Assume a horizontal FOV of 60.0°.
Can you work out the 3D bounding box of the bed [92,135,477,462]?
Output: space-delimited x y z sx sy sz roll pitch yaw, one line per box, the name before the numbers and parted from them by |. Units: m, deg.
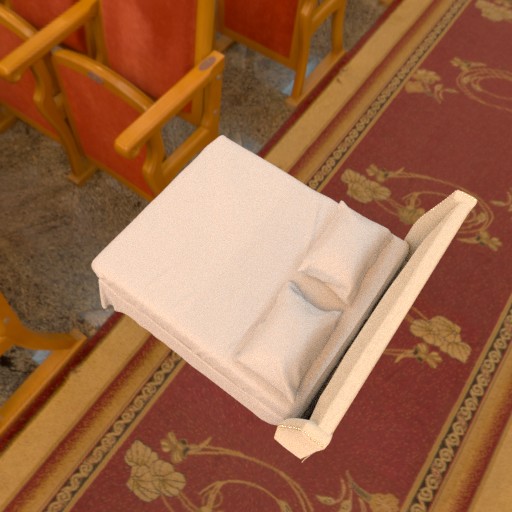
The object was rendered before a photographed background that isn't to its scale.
bed | 0.000 0.000 3.455 2.276 1.332 1.925 33 68 16
